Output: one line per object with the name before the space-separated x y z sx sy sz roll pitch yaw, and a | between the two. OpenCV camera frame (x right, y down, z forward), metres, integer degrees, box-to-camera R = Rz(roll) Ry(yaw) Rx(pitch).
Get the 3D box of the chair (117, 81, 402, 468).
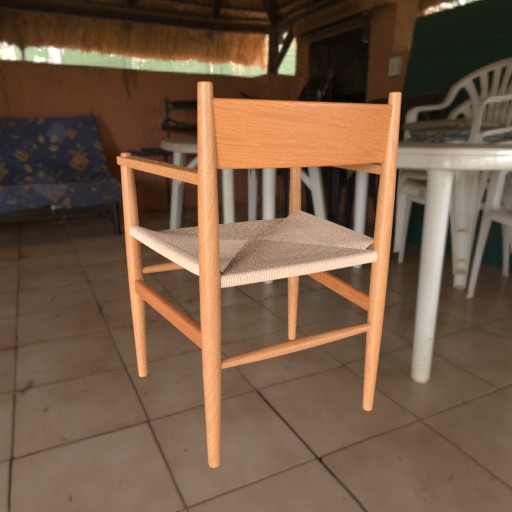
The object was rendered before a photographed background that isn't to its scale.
chair | 0.000 0.000 1.117 0.556 0.762 0.495 -8 18 -27
